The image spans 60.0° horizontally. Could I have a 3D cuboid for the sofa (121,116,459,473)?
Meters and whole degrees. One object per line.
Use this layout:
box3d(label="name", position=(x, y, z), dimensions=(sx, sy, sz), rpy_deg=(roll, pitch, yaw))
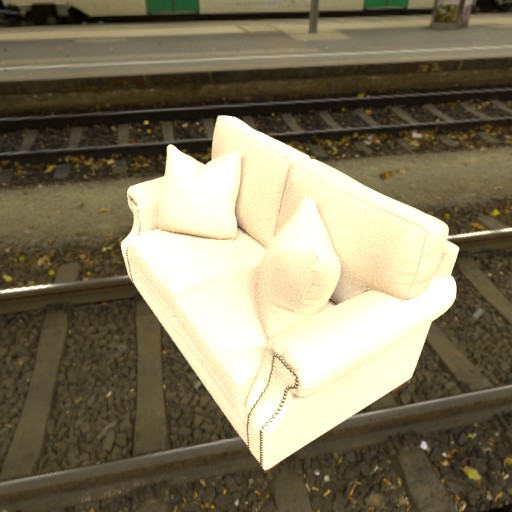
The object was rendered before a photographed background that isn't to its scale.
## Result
box3d(label="sofa", position=(0.000, 0.000, 2.245), dimensions=(0.966, 0.966, 1.701), rpy_deg=(-20, 39, -27))
